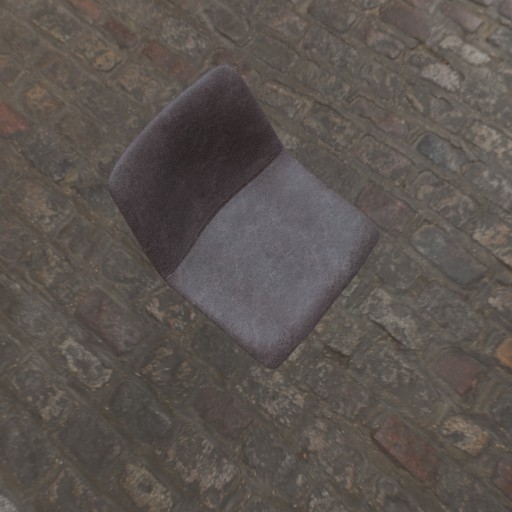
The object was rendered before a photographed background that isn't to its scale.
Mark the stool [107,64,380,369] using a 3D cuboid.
[{"bbox_3d":[0.000,0.000,1.427,0.561,1.082,0.514,39,78,10],"label":"stool"}]
